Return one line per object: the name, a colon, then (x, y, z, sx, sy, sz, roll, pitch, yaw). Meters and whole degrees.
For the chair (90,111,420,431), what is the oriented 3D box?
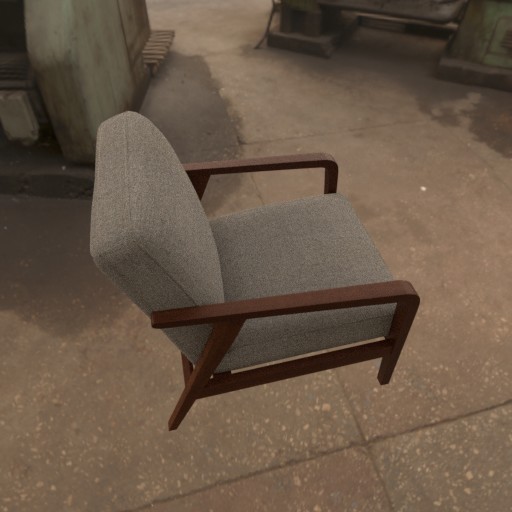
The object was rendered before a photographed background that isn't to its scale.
chair: (0.000, 0.000, 1.463, 0.858, 0.847, 0.704, -9, 46, -9)
